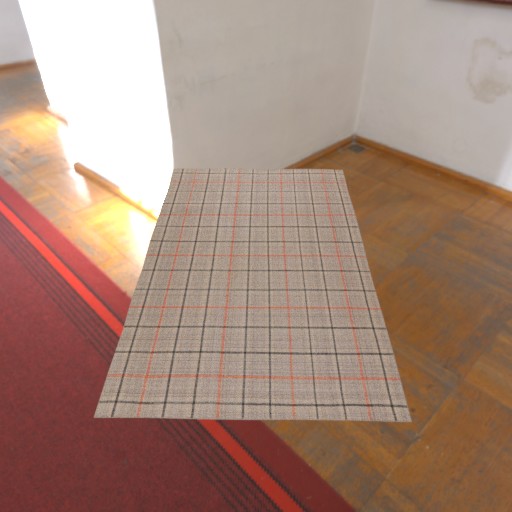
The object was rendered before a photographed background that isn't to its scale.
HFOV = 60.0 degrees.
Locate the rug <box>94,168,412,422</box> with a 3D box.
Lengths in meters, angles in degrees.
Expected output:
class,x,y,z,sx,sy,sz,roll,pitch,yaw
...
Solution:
class,x,y,z,sx,sy,sz,roll,pitch,yaw
rug,0.000,0.000,3.055,1.524,0.015,2.439,1,40,1
